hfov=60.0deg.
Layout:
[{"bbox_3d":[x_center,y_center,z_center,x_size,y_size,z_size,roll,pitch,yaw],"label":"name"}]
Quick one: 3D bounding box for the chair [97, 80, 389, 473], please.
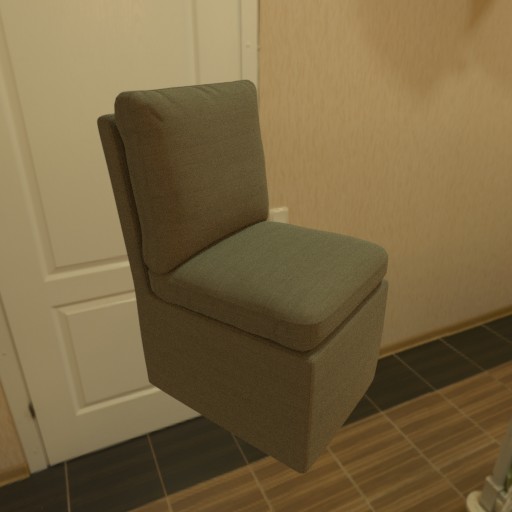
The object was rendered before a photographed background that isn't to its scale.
[{"bbox_3d":[0.000,0.000,1.306,0.698,0.927,0.503,18,31,32],"label":"chair"}]
